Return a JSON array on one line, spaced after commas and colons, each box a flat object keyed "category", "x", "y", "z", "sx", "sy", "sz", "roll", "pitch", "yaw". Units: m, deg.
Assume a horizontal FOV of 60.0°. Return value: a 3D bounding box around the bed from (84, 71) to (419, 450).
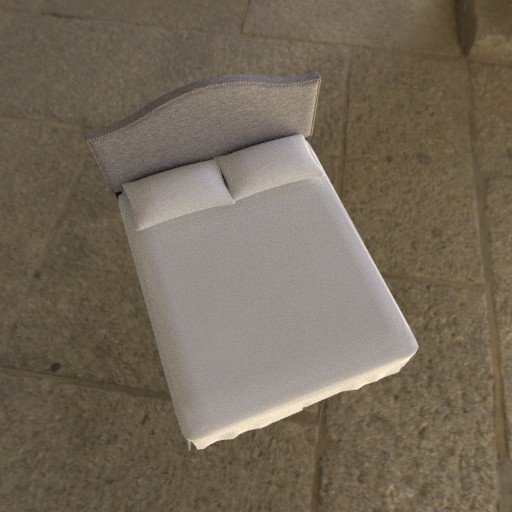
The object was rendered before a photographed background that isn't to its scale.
[{"category": "bed", "x": 0.000, "y": 0.000, "z": 2.868, "sx": 1.610, "sy": 1.295, "sz": 1.870, "roll": -18, "pitch": 65, "yaw": -9}]
